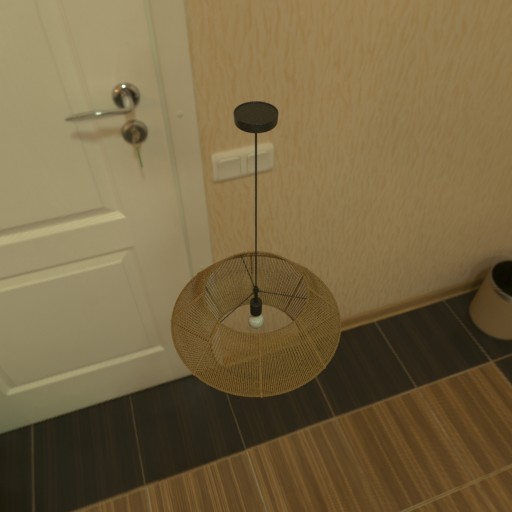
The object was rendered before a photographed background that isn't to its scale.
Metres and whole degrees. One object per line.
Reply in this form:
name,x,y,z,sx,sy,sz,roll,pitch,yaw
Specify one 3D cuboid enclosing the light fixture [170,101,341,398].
light fixture,0.000,0.000,1.426,0.643,1.009,0.643,0,47,0
